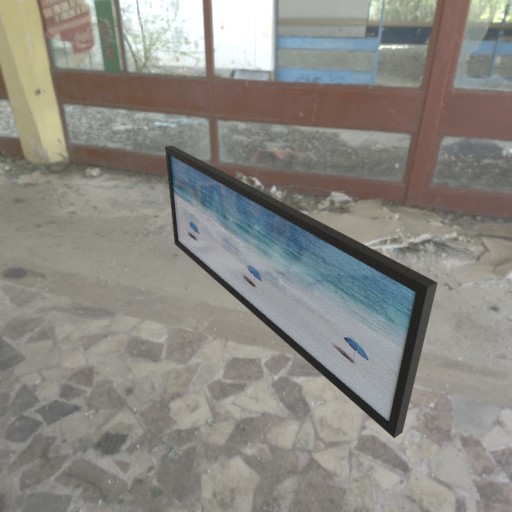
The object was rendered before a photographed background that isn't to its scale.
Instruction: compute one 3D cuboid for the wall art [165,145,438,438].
[{"bbox_3d":[0.000,0.000,1.811,0.041,0.554,1.572,-18,34,-30],"label":"wall art"}]
